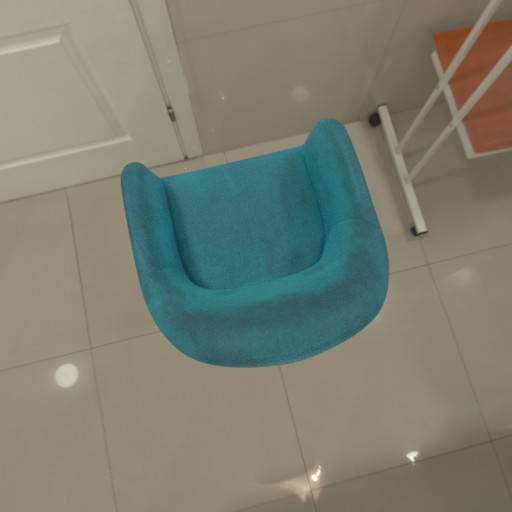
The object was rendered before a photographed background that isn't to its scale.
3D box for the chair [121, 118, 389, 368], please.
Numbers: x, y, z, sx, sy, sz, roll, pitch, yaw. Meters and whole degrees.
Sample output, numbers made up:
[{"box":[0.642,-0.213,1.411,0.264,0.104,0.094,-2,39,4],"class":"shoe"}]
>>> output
[{"box":[0.000,0.000,1.167,0.540,0.780,0.570,-14,76,-3],"class":"chair"}]
